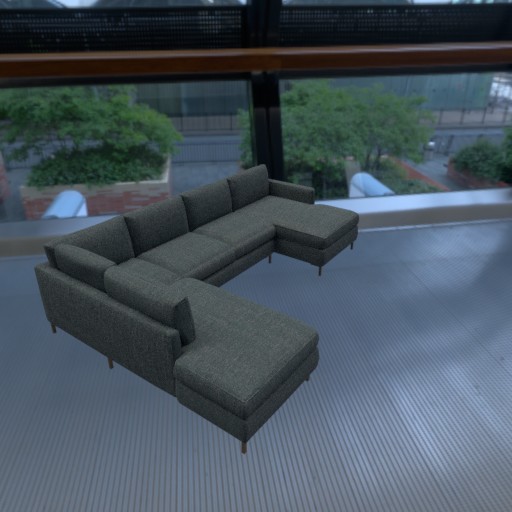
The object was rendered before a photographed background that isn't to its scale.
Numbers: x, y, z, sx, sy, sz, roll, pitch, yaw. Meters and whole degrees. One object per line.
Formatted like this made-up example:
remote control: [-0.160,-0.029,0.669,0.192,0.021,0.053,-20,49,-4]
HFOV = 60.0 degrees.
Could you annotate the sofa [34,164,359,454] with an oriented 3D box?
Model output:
sofa: [0.000,0.000,3.617,1.879,0.753,2.737,18,32,32]
